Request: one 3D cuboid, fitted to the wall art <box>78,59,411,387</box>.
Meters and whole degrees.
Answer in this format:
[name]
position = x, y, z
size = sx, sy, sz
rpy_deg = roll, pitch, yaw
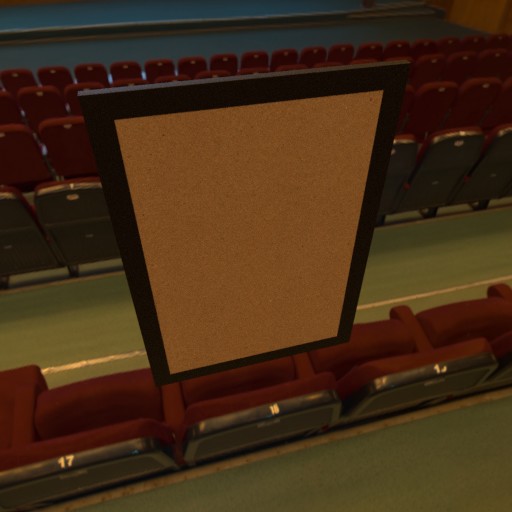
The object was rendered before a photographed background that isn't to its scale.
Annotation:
[wall art]
position = 0.000, 0.000, 0.670
size = 0.381, 0.534, 0.013
rpy_deg = -10, 42, -12
